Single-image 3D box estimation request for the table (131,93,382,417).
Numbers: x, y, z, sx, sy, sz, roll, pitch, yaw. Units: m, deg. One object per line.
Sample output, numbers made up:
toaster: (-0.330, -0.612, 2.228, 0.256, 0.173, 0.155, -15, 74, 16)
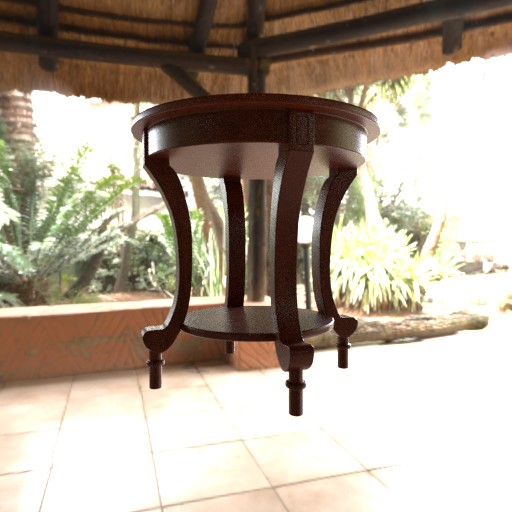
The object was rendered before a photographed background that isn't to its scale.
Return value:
table: (0.000, 0.000, 1.107, 0.597, 0.612, 0.597, 0, 2, 0)
